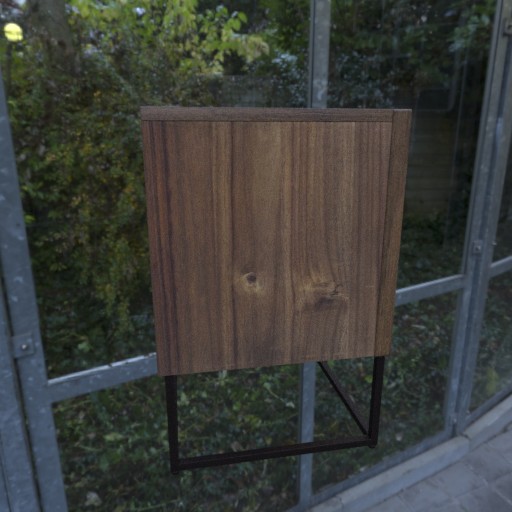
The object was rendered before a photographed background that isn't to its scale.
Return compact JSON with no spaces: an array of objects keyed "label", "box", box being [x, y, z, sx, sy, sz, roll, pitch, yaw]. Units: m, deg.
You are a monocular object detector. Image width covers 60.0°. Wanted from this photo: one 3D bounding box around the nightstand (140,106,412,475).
[{"label":"nightstand","box":[0.000,0.000,1.010,0.437,0.610,0.610,-3,16,-10]}]
